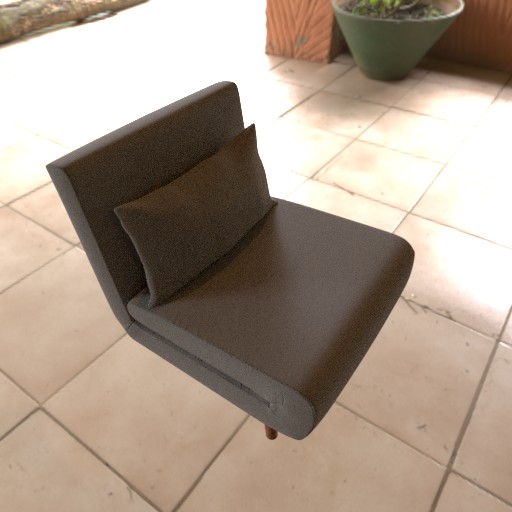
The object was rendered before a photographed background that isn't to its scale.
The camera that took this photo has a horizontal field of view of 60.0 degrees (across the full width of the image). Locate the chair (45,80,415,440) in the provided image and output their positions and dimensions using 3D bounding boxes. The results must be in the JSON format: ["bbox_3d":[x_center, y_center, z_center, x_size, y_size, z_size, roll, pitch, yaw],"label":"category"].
[{"bbox_3d":[0.000,0.000,1.495,0.902,0.808,0.770,25,47,25],"label":"chair"}]
